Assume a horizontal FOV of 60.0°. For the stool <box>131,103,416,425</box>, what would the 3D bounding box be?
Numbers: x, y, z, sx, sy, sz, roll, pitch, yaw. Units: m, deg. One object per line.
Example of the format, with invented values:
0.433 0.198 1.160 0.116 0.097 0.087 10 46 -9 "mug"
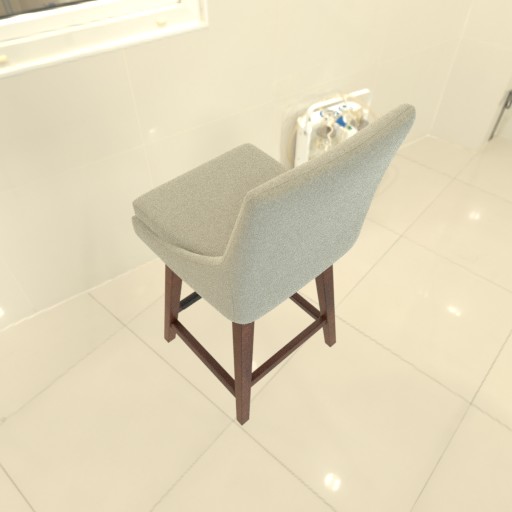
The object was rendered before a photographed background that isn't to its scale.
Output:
0.000 0.000 1.282 0.469 0.991 0.559 -34 56 -27 "stool"
